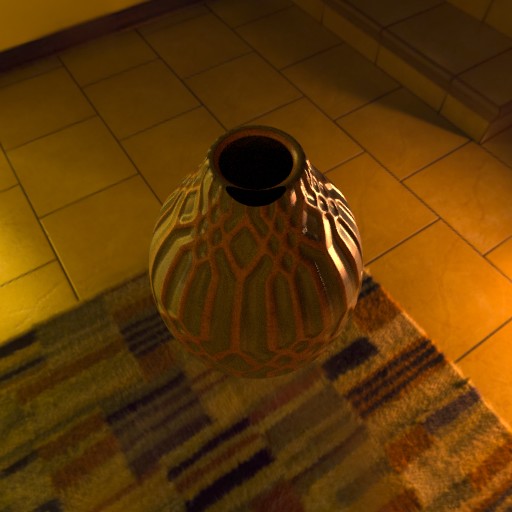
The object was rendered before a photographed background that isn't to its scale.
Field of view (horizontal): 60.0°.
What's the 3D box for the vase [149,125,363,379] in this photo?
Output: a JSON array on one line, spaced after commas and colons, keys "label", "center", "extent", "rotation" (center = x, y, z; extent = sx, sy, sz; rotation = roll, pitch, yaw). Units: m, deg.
[{"label": "vase", "center": [0.000, 0.000, 0.142], "extent": [0.069, 0.088, 0.069], "rotation": [0, 58, 0]}]
